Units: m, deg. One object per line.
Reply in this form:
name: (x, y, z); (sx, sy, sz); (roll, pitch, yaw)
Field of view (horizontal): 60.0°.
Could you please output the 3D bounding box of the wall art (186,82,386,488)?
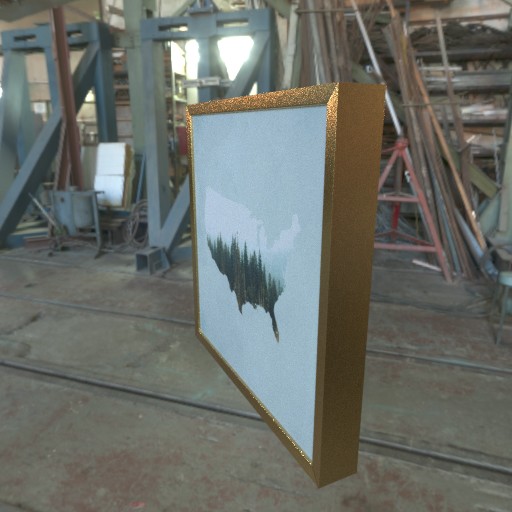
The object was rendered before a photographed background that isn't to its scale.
wall art: (0.000, 0.000, 0.452); (0.038, 0.304, 0.304); (-8, 18, -25)
